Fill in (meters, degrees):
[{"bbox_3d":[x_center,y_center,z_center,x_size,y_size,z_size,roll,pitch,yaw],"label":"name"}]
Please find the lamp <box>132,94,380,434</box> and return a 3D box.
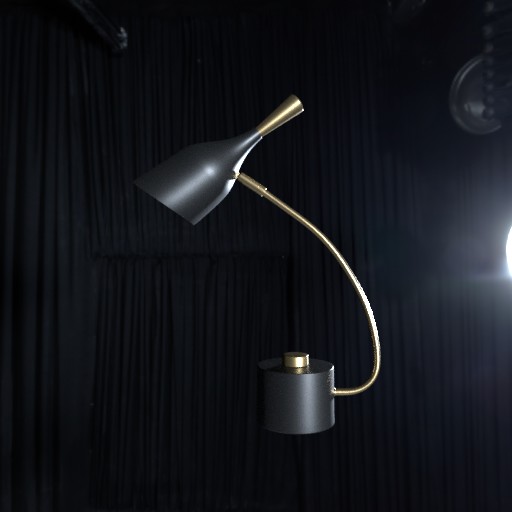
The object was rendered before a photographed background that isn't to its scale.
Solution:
[{"bbox_3d":[0.000,0.000,0.634,0.352,0.464,0.110,0,-2,0],"label":"lamp"}]
